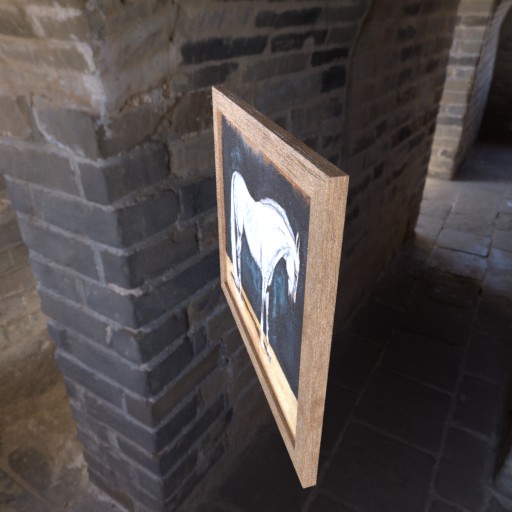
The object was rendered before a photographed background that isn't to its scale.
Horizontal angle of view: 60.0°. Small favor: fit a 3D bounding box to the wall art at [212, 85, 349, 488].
[{"bbox_3d":[0.000,0.000,0.947,0.026,0.588,0.690,-8,31,-14],"label":"wall art"}]
